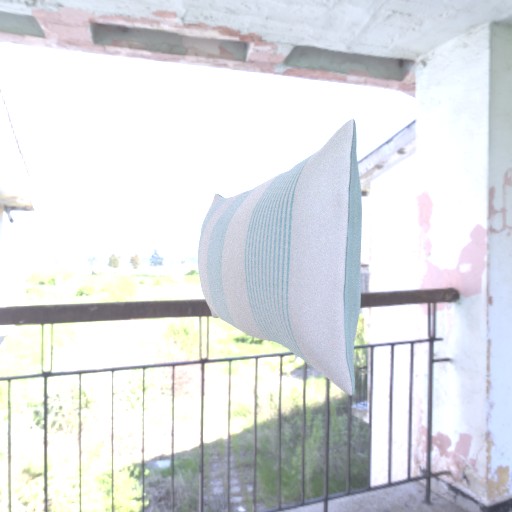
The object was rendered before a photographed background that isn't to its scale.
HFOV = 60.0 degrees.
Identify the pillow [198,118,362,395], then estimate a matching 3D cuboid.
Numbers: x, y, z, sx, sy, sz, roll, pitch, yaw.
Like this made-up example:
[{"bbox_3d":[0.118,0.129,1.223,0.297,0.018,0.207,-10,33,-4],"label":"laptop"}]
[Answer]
[{"bbox_3d":[0.000,0.000,0.730,0.151,0.287,0.610,0,0,-18],"label":"pillow"}]
